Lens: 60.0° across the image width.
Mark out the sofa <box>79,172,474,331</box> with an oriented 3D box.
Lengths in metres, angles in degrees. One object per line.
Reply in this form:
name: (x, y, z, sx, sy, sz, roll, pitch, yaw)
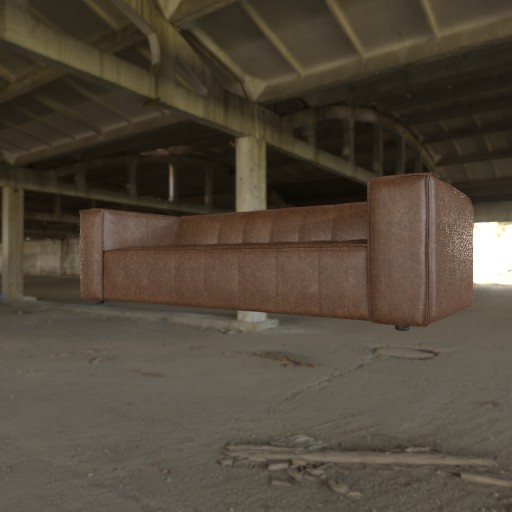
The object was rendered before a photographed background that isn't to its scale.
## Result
sofa: (0.000, 0.000, 3.021, 2.581, 0.701, 1.102, 0, -1, 35)
